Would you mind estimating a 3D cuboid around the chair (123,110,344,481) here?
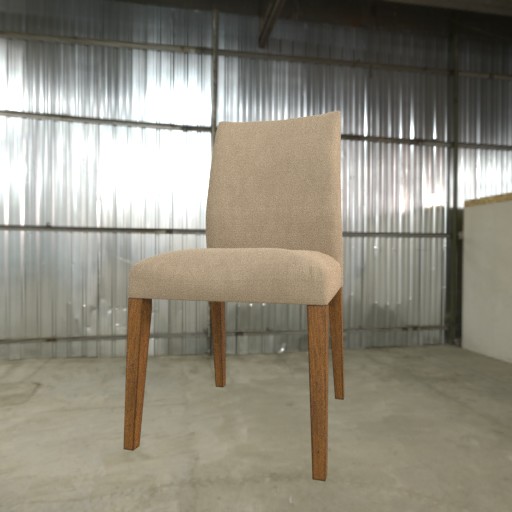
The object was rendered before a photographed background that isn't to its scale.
[{"bbox_3d":[0.000,0.000,1.282,0.496,0.940,0.585,0,1,18],"label":"chair"}]
